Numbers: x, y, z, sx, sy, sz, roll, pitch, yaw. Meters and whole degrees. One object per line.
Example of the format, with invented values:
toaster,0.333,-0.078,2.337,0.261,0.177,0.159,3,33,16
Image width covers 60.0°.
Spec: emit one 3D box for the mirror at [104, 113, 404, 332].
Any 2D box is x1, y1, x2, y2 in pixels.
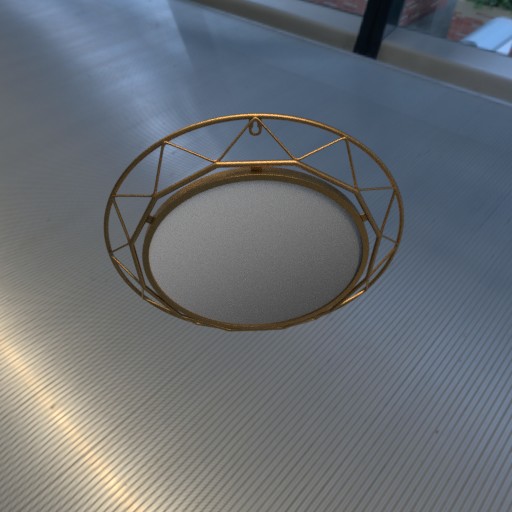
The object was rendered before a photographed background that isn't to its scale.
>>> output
mirror,0.000,0.000,0.677,0.454,0.454,0.043,-2,47,-2
